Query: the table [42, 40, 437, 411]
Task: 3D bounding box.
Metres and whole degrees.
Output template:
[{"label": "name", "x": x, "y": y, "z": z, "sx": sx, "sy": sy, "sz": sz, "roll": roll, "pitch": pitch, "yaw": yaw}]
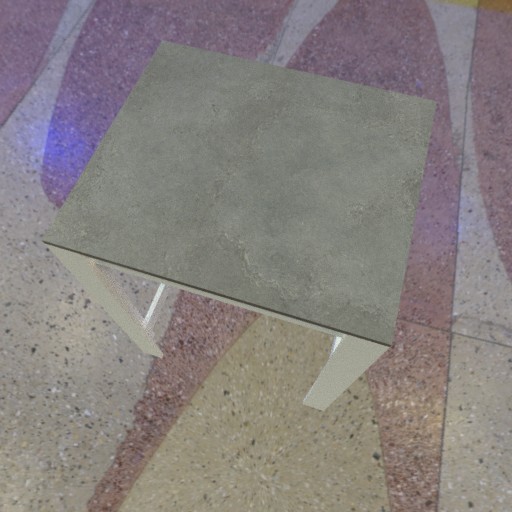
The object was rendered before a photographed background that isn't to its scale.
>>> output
[{"label": "table", "x": 0.000, "y": 0.000, "z": 1.556, "sx": 0.800, "sy": 1.020, "sz": 0.700, "roll": 16, "pitch": 65, "yaw": 8}]
